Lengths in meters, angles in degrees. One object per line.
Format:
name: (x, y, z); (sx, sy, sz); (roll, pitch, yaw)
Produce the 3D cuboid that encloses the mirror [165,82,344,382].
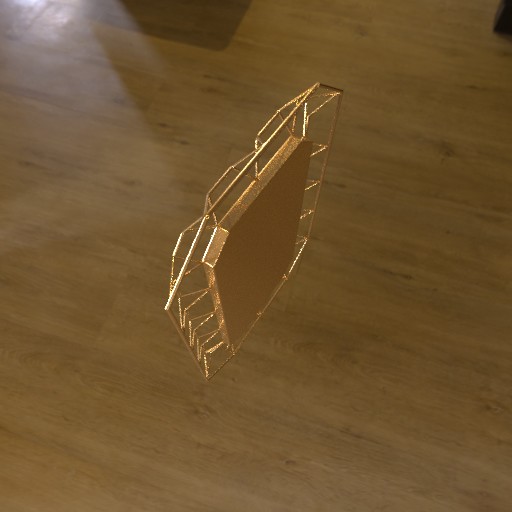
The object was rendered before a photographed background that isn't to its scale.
mirror: (0.000, 0.000, 1.098); (0.051, 0.870, 0.572); (31, 68, 14)
